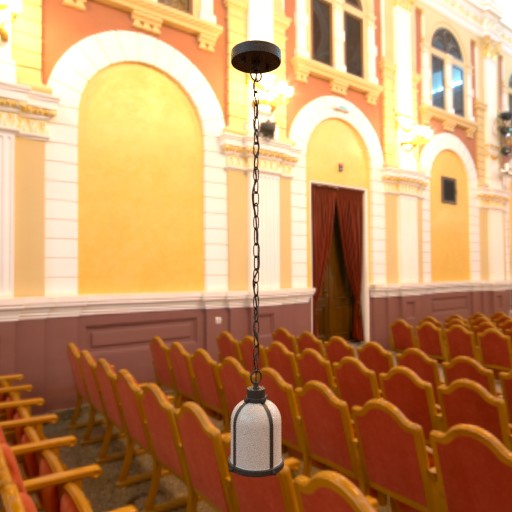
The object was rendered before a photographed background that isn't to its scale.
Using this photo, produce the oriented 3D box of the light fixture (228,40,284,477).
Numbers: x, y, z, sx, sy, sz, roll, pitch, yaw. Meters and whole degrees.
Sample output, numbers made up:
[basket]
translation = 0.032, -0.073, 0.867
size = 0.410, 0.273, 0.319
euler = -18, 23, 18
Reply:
[light fixture]
translation = 0.000, 0.000, 1.271
size = 0.178, 1.181, 0.178
euler = 1, -2, -36
